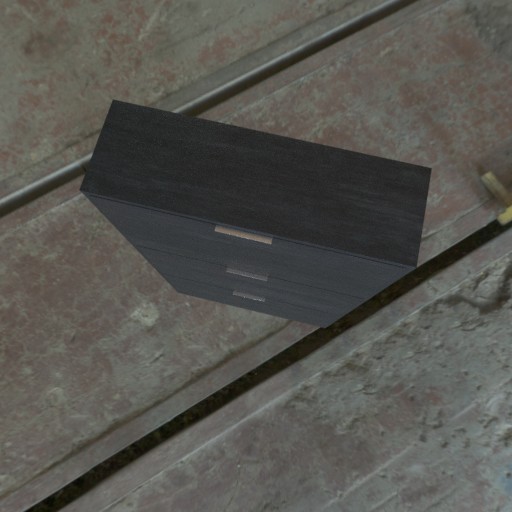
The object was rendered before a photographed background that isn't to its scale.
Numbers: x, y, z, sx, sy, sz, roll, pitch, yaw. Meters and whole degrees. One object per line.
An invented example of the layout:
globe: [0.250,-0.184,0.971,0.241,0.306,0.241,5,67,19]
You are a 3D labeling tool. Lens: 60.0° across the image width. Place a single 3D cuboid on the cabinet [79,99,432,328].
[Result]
cabinet: [0.000,0.000,1.602,0.750,1.280,0.250,13,76,3]
